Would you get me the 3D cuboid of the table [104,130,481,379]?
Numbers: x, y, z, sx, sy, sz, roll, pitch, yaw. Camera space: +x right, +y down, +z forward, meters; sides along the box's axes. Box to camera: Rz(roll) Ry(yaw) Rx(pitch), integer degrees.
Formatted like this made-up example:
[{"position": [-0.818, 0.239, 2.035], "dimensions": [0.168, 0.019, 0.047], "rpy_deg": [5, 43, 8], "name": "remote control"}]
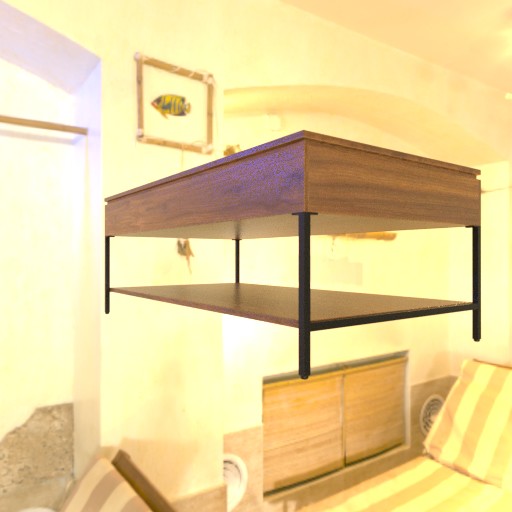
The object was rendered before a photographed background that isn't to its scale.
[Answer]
[{"position": [0.000, 0.000, 1.327], "dimensions": [0.574, 0.414, 1.057], "rpy_deg": [0, 0, -36], "name": "table"}]
